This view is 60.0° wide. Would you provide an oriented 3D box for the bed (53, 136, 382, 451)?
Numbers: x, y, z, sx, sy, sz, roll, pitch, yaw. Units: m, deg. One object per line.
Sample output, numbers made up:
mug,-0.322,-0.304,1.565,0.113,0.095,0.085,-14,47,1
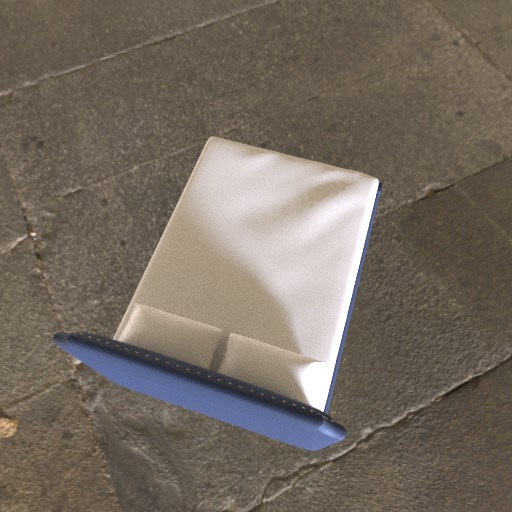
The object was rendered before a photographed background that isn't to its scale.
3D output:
bed,0.000,0.000,3.425,1.712,1.443,2.372,16,65,8
